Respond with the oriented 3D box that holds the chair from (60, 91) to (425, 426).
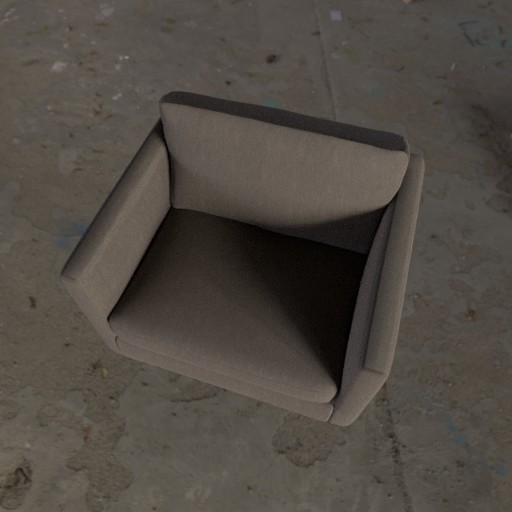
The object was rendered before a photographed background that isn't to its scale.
[{"bbox_3d":[0.000,0.000,1.791,1.107,0.963,0.959,15,59,10],"label":"chair"}]
